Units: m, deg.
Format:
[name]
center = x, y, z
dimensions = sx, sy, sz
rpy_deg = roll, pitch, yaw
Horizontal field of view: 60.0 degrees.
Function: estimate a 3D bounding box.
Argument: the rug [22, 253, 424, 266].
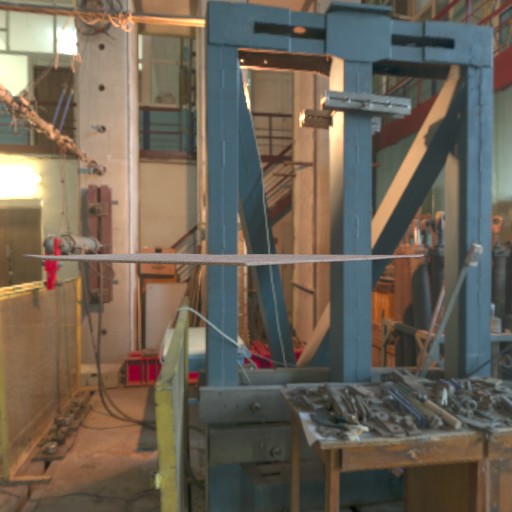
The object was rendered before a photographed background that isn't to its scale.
[rug]
center = 0.000, 0.000, 2.321
dimensions = 1.230, 0.025, 1.837
rpy_deg = 1, 1, 36
